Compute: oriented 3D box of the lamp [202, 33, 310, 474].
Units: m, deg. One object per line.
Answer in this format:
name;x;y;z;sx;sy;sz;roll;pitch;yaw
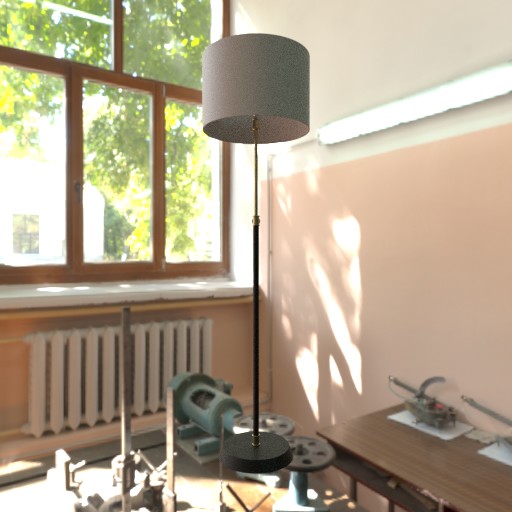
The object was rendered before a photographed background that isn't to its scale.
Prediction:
lamp;0.000;0.000;1.682;0.404;1.517;0.404;0;0;1
